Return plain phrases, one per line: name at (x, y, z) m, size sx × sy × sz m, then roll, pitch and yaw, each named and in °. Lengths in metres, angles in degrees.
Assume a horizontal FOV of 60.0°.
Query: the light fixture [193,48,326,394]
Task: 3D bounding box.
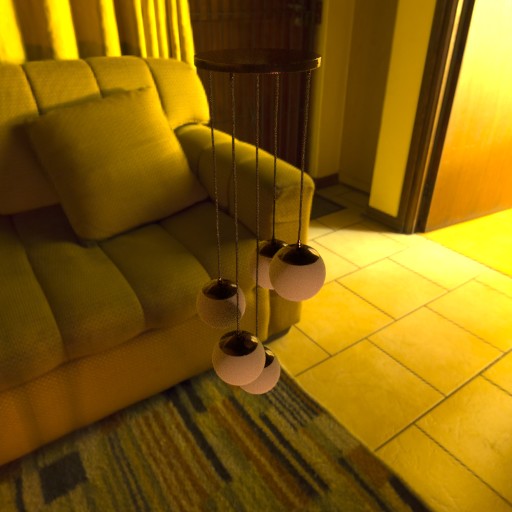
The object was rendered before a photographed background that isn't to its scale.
light fixture at (0.000, 0.000, 1.528) m, size 0.489 × 1.271 × 0.484 m, roll 20°, pitch 36°, yaw 29°
